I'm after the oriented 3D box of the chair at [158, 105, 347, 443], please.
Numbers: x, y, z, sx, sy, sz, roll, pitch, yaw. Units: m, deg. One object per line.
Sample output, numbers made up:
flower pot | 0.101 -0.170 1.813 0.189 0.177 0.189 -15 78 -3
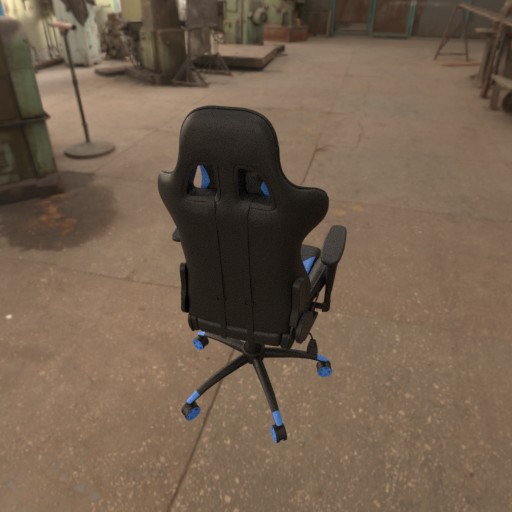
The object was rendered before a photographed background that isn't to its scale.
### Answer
chair | 0.000 0.000 1.759 0.695 1.282 0.730 9 33 14
